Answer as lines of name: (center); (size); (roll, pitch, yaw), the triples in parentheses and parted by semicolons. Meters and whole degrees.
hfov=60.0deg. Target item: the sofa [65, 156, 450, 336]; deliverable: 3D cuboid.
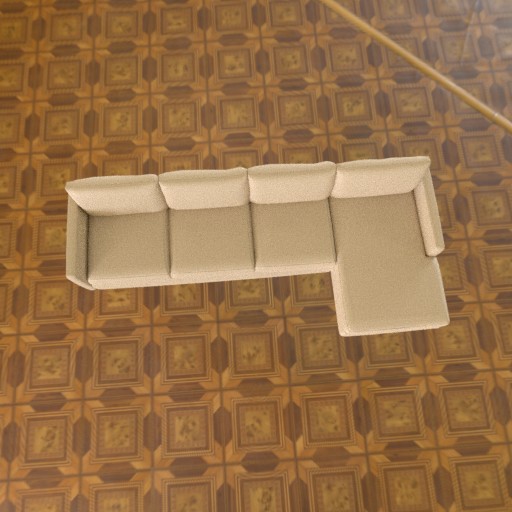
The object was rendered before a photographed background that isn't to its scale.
sofa: (0.000, 0.000, 3.312); (2.731, 0.755, 1.258); (-4, 75, -1)
